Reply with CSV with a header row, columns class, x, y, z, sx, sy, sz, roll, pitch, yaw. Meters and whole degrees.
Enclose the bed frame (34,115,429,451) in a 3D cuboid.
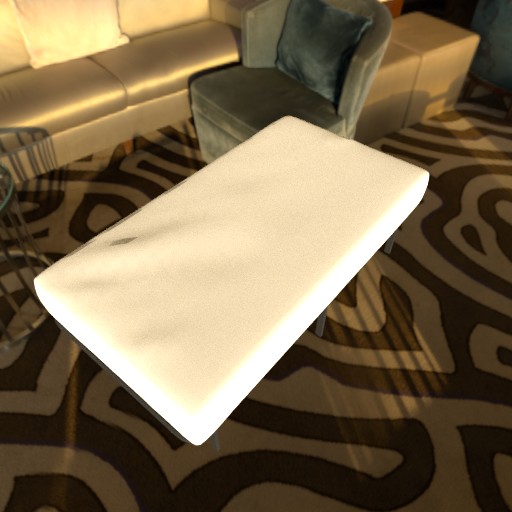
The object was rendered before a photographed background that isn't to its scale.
class,x,y,z,sx,sy,sz,roll,pitch,yaw
bed frame,0.000,0.000,2.406,1.025,0.640,1.908,31,54,26
